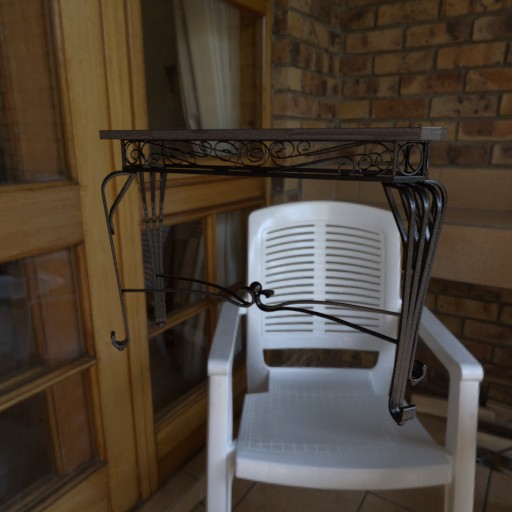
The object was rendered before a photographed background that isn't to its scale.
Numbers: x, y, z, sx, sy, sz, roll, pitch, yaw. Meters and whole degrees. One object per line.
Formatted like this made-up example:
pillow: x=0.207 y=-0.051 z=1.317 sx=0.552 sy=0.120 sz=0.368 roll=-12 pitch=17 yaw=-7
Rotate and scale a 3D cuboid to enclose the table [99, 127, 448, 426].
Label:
table: x=0.000 y=0.000 z=1.460 sx=1.112 sy=0.800 sz=0.329 roll=7 pitch=17 yaw=25
